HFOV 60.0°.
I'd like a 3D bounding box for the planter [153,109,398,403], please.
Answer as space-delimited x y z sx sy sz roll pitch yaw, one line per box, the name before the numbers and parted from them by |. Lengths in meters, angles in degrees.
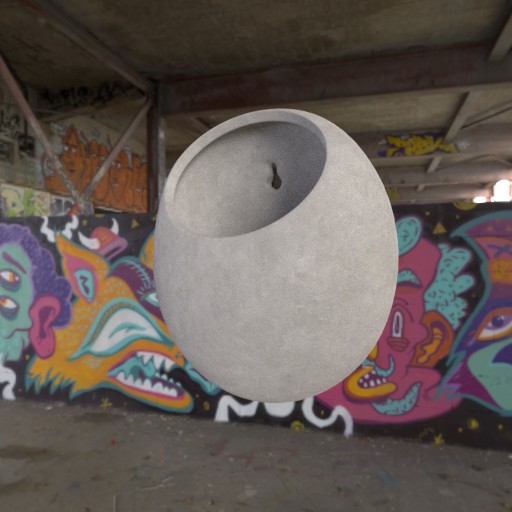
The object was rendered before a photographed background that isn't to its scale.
planter | 0.000 0.000 0.290 0.185 0.188 0.071 -1 -1 36
